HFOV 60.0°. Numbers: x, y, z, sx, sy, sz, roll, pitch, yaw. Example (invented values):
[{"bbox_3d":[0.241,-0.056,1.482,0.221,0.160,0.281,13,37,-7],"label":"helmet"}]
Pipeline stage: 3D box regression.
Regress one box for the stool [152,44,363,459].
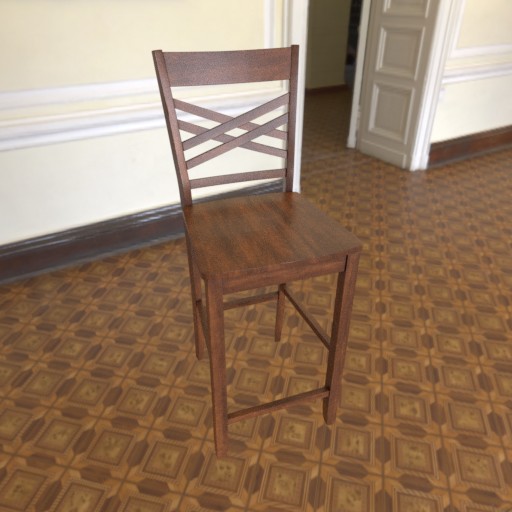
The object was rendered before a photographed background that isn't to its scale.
[{"bbox_3d":[0.000,0.000,1.330,0.426,1.098,0.504,-10,32,-16],"label":"stool"}]
